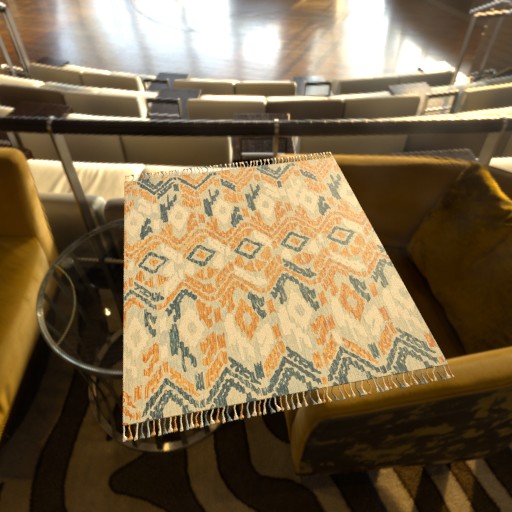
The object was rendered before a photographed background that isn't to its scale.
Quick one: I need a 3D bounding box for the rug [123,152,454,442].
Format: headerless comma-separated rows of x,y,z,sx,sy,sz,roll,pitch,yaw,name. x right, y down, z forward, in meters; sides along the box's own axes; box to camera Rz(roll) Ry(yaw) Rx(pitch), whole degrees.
0.000,0.000,4.174,2.439,0.010,3.048,-8,47,-8,rug
